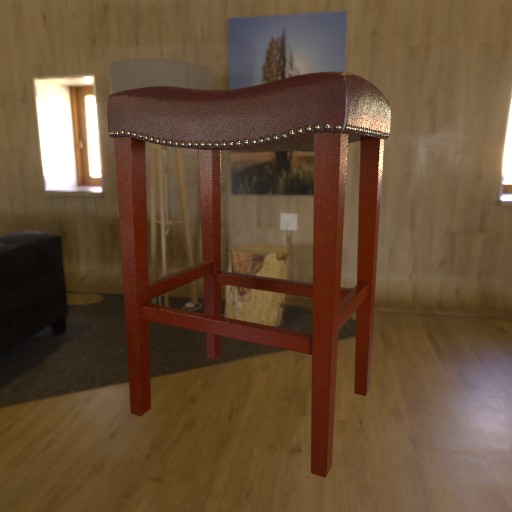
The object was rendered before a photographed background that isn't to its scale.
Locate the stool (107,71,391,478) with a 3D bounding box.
[{"bbox_3d":[0.000,0.000,1.017,0.504,0.742,0.372,6,14,26],"label":"stool"}]
